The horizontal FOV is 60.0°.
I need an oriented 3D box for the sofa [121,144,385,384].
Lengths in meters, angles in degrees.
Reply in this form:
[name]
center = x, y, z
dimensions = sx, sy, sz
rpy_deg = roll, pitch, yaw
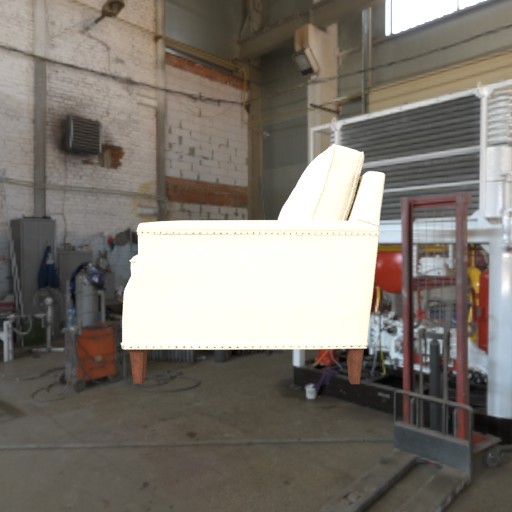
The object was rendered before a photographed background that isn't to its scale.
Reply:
[sofa]
center = 0.000, 0.000, 2.868
dimensions = 1.084, 1.003, 2.246
rpy_deg = 0, 1, 0
